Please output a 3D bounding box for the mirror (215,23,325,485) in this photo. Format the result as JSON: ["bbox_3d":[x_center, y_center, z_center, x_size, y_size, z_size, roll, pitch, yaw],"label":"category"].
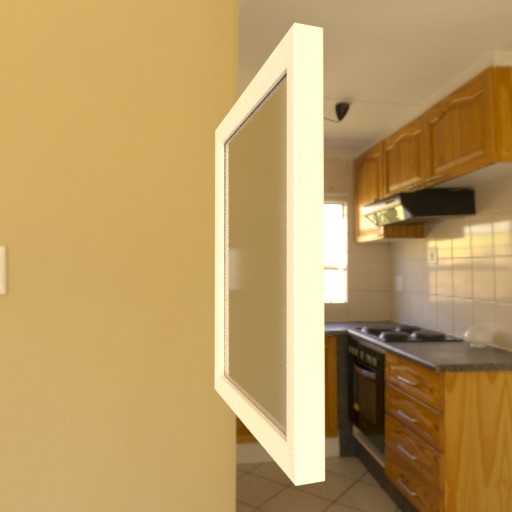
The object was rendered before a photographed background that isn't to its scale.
[{"bbox_3d":[0.000,0.000,0.684,0.041,0.508,0.405,1,-2,-18],"label":"mirror"}]
